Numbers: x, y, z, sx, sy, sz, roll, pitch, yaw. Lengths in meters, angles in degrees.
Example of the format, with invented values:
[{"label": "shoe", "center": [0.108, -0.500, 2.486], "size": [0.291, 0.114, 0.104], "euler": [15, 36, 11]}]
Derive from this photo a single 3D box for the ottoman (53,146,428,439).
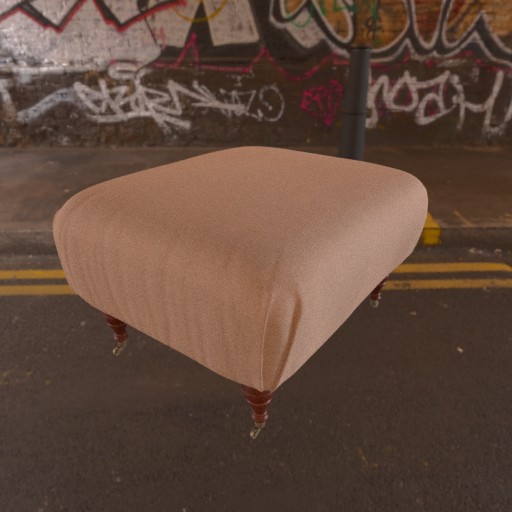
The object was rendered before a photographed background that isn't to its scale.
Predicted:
[{"label": "ottoman", "center": [0.000, 0.000, 1.120], "size": [0.639, 0.450, 0.746], "euler": [18, 31, 32]}]
